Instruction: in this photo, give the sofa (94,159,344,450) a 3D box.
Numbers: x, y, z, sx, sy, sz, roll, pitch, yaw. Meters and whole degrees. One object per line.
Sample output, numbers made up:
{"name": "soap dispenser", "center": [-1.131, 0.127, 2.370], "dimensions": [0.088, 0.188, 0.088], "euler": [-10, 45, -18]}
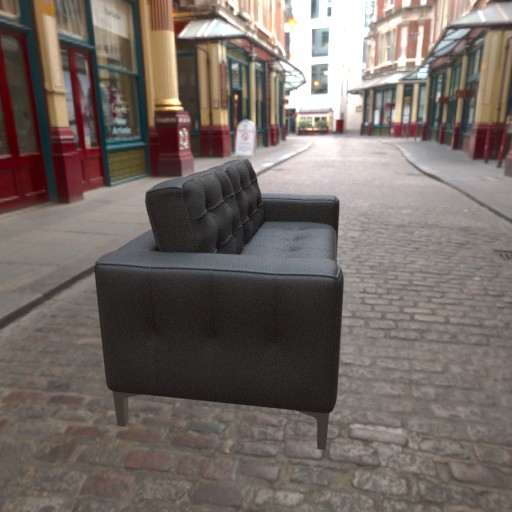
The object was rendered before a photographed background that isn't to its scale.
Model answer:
{"name": "sofa", "center": [0.000, 0.000, 2.249], "dimensions": [0.833, 0.893, 1.726], "euler": [3, 16, 9]}
